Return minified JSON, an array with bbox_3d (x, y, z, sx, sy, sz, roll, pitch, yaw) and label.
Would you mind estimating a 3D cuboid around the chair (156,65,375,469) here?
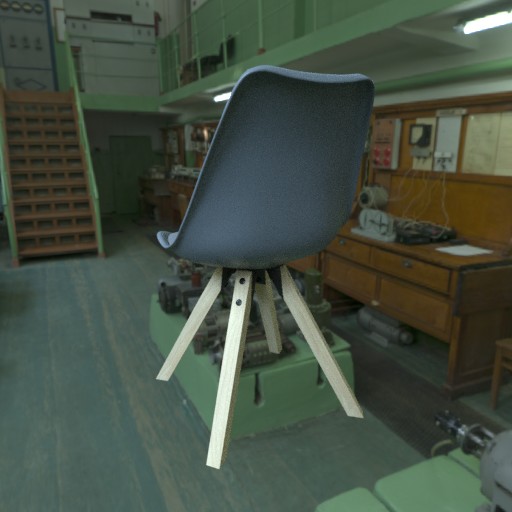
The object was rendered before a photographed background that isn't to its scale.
[{"bbox_3d":[0.000,0.000,1.171,0.485,0.850,0.550,-7,16,-27],"label":"chair"}]
